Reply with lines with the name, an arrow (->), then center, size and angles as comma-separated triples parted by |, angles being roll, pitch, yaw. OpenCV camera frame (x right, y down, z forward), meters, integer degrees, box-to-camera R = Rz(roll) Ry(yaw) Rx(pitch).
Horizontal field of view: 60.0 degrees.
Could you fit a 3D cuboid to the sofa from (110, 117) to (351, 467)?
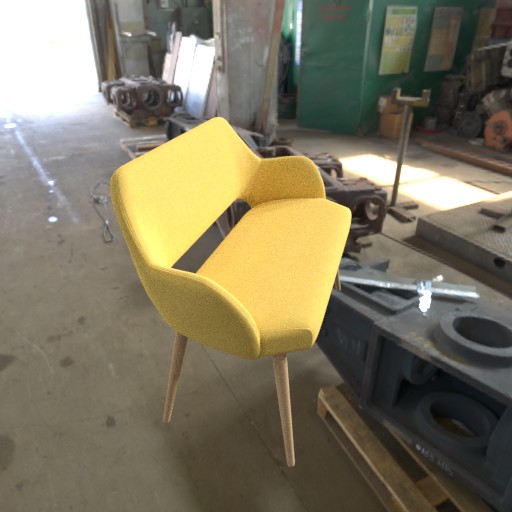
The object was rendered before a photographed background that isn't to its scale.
sofa -> 0.000, 0.000, 1.653 | 0.610, 0.840, 1.150 | 9, 30, 15
